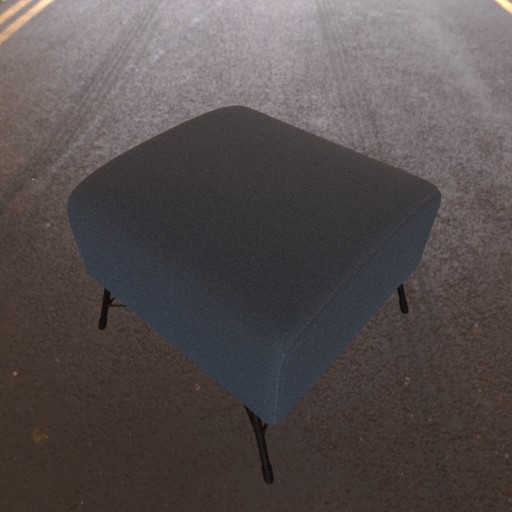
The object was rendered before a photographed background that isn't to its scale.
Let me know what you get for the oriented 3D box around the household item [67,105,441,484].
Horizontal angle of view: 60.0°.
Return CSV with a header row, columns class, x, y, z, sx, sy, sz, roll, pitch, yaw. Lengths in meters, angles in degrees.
class,x,y,z,sx,sy,sz,roll,pitch,yaw
household item,0.000,0.000,0.910,0.530,0.420,0.530,32,53,28
